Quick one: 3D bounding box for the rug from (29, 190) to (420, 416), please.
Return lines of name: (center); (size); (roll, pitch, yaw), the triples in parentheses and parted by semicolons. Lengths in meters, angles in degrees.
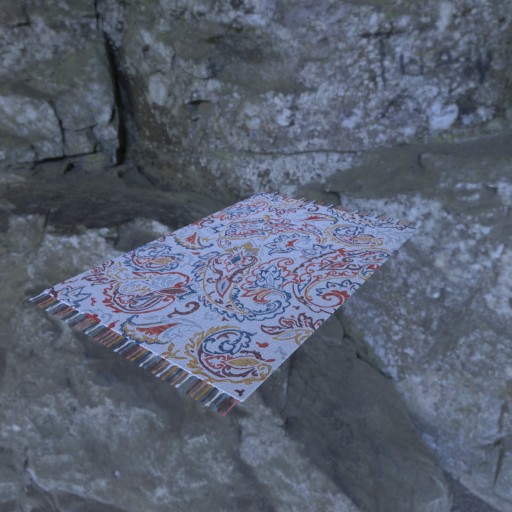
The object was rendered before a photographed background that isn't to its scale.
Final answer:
rug: (0.000, 0.000, 2.485); (1.218, 0.010, 1.997); (18, 32, 32)
